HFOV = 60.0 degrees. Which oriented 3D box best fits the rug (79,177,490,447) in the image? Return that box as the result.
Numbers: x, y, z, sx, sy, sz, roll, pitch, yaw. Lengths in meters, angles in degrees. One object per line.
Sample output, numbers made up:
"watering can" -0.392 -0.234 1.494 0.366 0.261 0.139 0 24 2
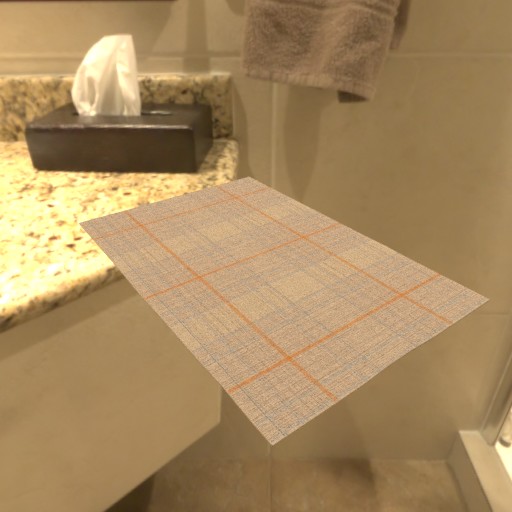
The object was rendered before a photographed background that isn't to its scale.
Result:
"rug" 0.000 0.000 2.274 1.232 0.015 1.825 -21 37 -30
